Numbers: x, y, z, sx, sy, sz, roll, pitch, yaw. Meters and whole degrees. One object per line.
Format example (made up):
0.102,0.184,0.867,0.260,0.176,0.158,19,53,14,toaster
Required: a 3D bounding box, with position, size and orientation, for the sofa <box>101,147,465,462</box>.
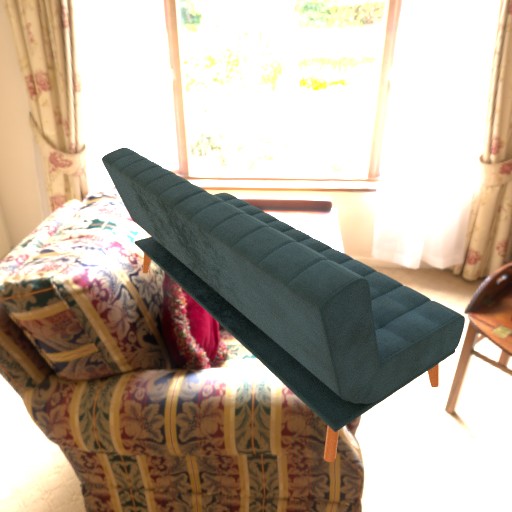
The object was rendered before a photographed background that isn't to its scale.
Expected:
0.000,0.000,2.239,0.855,0.813,1.804,-19,33,-31,sofa
